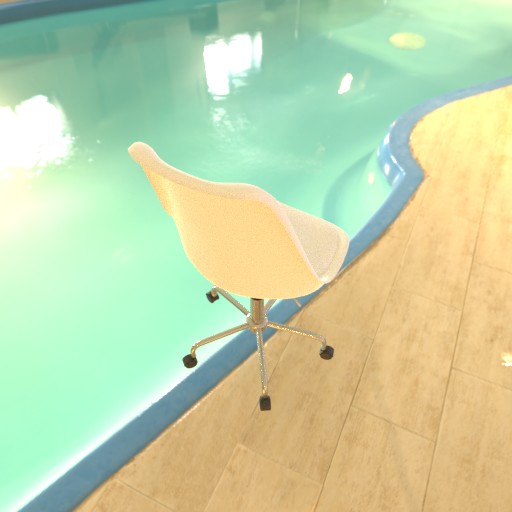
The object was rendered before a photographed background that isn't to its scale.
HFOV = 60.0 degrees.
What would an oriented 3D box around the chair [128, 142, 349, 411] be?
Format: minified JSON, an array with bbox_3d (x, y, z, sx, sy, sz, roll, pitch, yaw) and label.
[{"bbox_3d":[0.000,0.000,1.301,0.550,0.930,0.550,24,52,21],"label":"chair"}]
